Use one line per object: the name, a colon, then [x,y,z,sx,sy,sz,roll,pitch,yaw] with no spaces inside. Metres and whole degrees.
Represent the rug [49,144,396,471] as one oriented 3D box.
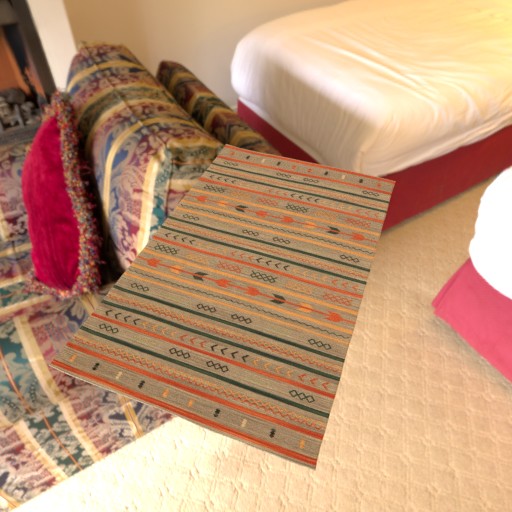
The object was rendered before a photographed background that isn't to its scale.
rug: [0.000,0.000,3.064,1.537,0.029,2.439,16,48,15]
